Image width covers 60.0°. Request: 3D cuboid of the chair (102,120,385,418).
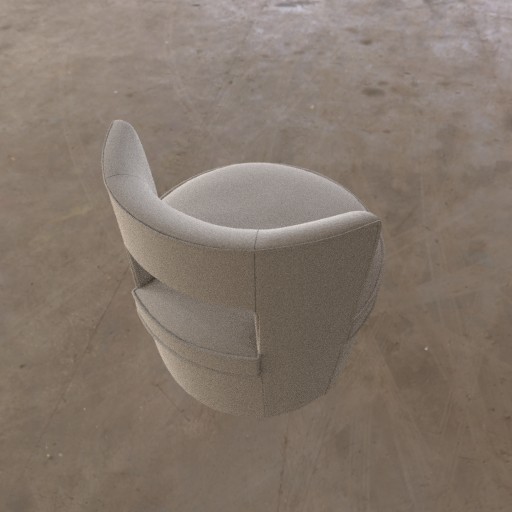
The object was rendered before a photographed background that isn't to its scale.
[{"bbox_3d":[0.000,0.000,1.170,0.650,0.723,0.665,24,52,20],"label":"chair"}]
